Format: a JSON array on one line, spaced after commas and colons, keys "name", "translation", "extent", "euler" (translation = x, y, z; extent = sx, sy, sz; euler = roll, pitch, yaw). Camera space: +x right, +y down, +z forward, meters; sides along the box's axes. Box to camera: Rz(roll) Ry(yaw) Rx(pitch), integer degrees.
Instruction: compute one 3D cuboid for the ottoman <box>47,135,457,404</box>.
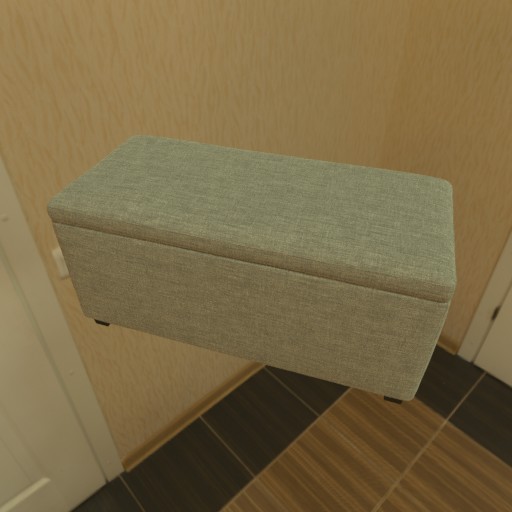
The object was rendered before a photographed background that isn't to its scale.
[{"name": "ottoman", "translation": [0.000, 0.000, 1.157], "extent": [0.902, 0.432, 0.419], "euler": [12, 40, 14]}]
